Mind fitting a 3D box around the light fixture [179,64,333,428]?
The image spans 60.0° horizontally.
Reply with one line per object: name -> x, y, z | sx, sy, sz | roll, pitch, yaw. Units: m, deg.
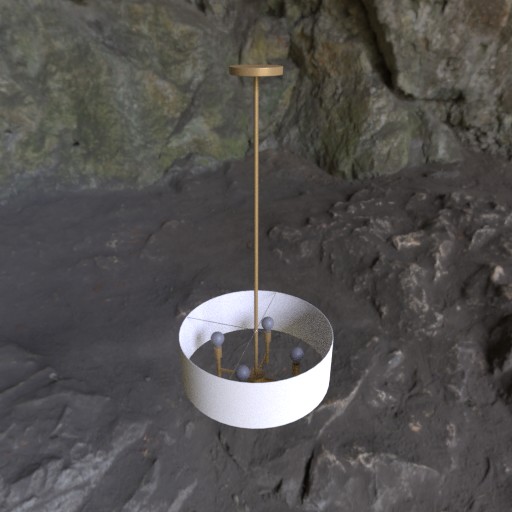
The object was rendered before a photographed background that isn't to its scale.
light fixture -> 0.000, 0.000, 1.352 | 0.508, 1.067, 0.508 | 0, 26, 0
